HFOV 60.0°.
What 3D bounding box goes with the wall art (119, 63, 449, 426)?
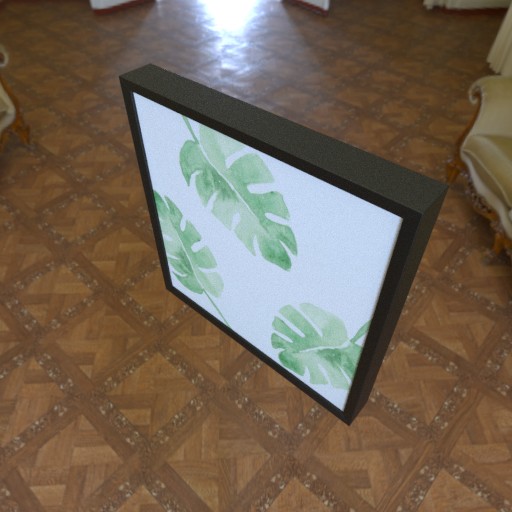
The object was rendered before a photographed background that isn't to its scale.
[{"bbox_3d":[0.000,0.000,0.459,0.304,0.304,0.038,32,53,27],"label":"wall art"}]
